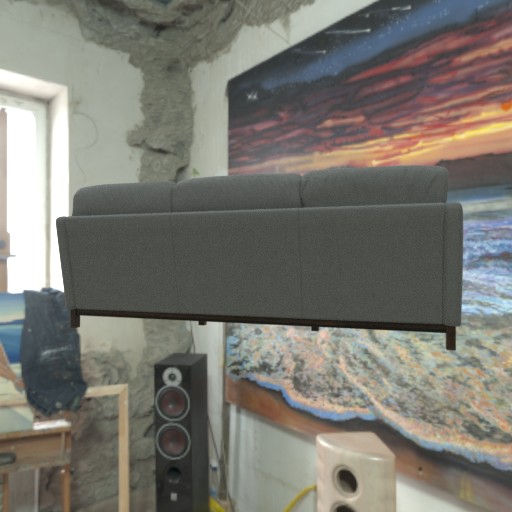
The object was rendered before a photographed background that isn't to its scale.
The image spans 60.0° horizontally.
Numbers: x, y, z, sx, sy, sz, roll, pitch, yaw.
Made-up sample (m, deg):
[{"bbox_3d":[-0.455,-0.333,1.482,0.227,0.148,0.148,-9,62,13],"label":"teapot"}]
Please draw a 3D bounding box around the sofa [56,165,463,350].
[{"bbox_3d":[0.000,0.000,2.857,2.344,0.926,0.987,0,0,18],"label":"sofa"}]
